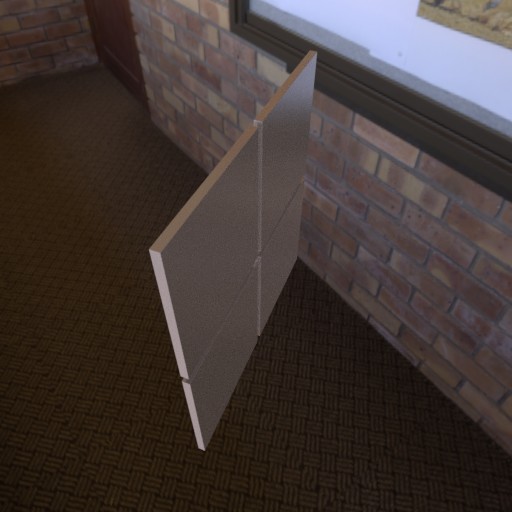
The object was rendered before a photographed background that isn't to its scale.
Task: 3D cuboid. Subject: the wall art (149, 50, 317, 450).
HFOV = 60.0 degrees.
[{"bbox_3d":[0.000,0.000,1.693,0.029,1.118,1.118,17,49,15],"label":"wall art"}]
